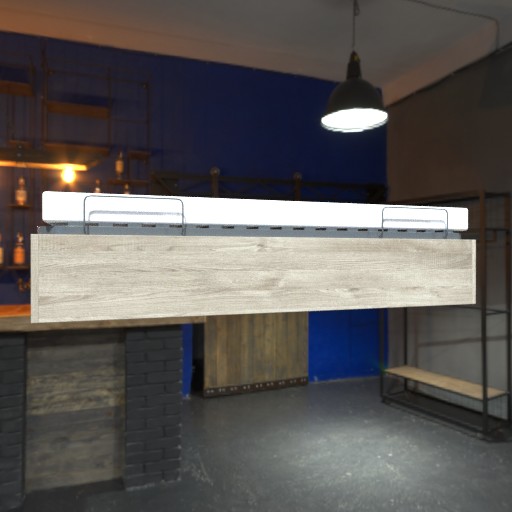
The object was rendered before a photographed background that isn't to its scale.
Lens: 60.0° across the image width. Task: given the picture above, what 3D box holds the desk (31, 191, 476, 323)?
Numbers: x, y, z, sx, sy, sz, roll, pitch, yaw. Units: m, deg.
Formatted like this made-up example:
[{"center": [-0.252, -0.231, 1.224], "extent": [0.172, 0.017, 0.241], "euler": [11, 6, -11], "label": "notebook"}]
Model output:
[{"center": [0.000, 0.000, 2.219], "extent": [1.900, 0.455, 0.900], "euler": [0, 0, -18], "label": "desk"}]
